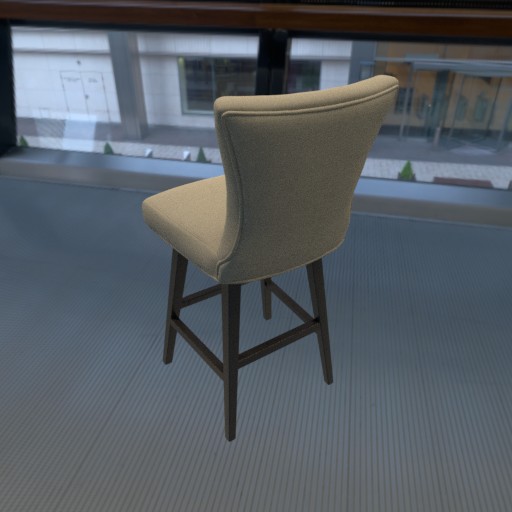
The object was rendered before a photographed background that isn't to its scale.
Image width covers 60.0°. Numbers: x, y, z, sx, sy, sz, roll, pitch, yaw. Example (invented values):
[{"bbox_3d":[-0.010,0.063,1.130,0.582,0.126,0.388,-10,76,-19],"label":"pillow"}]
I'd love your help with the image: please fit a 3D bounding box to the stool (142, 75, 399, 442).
[{"bbox_3d":[0.000,0.000,1.396,0.514,1.086,0.574,-19,36,-29],"label":"stool"}]
